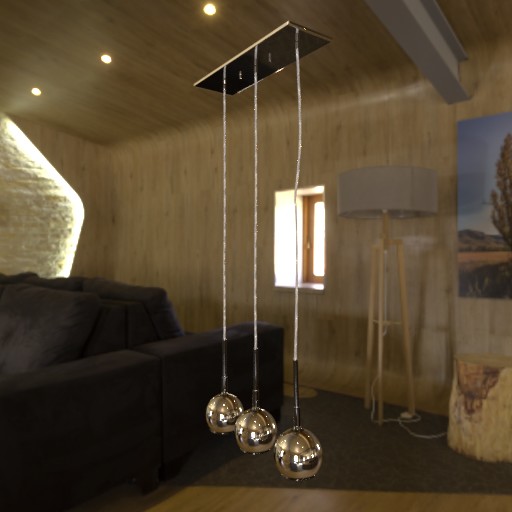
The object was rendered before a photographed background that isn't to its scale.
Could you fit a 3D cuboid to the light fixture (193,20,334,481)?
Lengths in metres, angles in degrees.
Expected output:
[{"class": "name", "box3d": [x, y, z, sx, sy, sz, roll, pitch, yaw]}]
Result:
[{"class": "light fixture", "box3d": [0.000, 0.000, 1.623, 0.188, 1.408, 0.623, 0, 0, -36]}]
